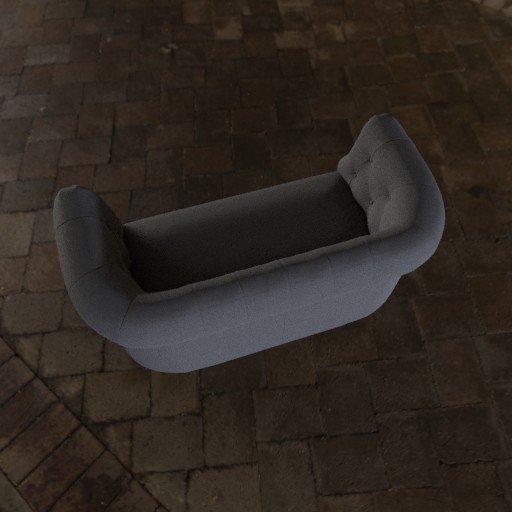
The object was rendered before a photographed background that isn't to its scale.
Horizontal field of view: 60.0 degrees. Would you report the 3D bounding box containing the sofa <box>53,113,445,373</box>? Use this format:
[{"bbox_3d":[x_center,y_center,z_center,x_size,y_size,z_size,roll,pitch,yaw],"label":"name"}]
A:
[{"bbox_3d":[0.000,0.000,2.064,1.558,0.827,0.835,-15,60,-9],"label":"sofa"}]
